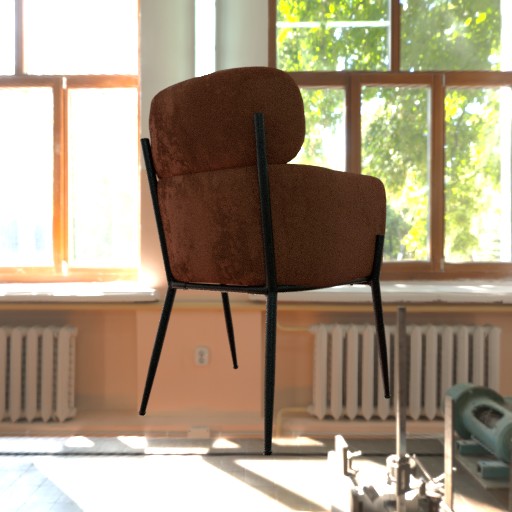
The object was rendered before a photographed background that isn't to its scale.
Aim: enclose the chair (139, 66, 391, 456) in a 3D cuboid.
[{"bbox_3d":[0.000,0.000,1.145,0.561,0.772,0.523,0,1,35],"label":"chair"}]
